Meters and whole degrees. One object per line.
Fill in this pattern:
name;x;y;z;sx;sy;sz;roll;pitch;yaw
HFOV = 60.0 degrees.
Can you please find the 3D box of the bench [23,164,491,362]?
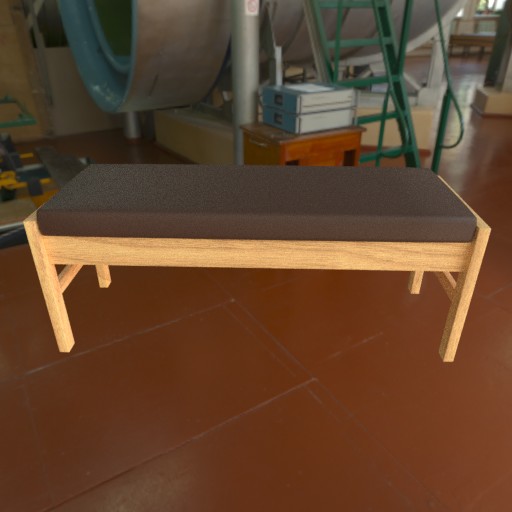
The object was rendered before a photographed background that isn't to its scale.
bench;0.000;0.000;1.410;1.200;0.480;0.405;1;29;2
